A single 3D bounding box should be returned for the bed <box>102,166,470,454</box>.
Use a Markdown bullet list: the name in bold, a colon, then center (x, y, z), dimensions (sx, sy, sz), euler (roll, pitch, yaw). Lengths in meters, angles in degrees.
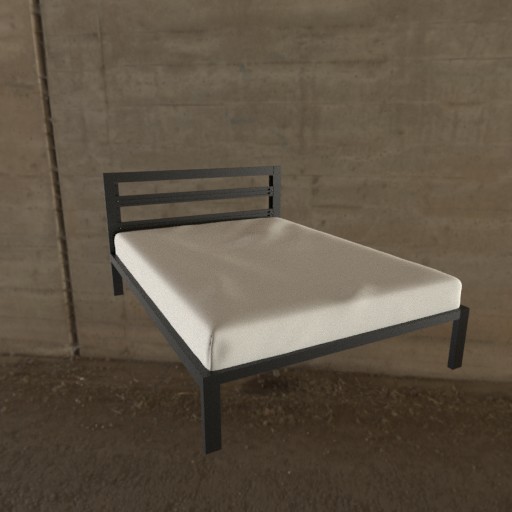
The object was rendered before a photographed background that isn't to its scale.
- **bed**: center (0.000, 0.000, 2.894), dimensions (1.524, 0.967, 2.062), euler (-8, 18, -26)
